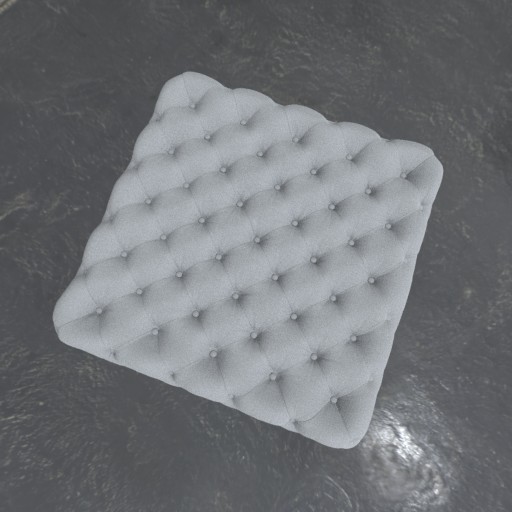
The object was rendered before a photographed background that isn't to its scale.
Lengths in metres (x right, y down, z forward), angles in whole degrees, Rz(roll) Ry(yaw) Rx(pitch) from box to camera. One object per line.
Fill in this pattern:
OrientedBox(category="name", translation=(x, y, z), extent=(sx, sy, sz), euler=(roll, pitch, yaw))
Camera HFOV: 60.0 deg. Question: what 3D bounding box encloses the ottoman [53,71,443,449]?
OrientedBox(category="ottoman", translation=(0.000, 0.000, 1.185), extent=(0.758, 0.365, 0.764), euler=(20, 76, 5))
